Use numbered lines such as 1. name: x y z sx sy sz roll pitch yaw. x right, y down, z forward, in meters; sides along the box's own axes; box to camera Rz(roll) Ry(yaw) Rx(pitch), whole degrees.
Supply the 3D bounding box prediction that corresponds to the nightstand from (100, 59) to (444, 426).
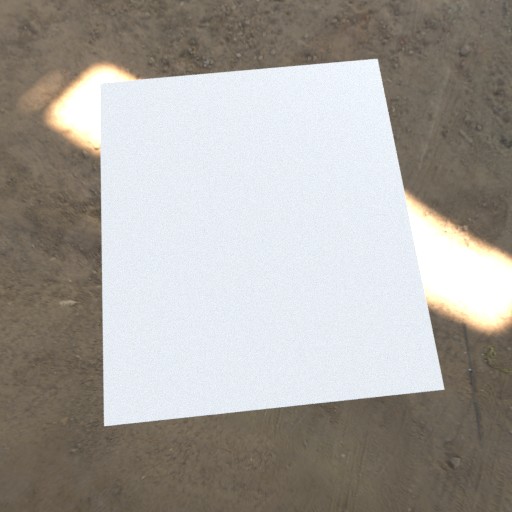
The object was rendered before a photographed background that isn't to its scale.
1. nightstand: 0.000 0.000 0.757 0.408 0.351 0.470 -6 75 -1
